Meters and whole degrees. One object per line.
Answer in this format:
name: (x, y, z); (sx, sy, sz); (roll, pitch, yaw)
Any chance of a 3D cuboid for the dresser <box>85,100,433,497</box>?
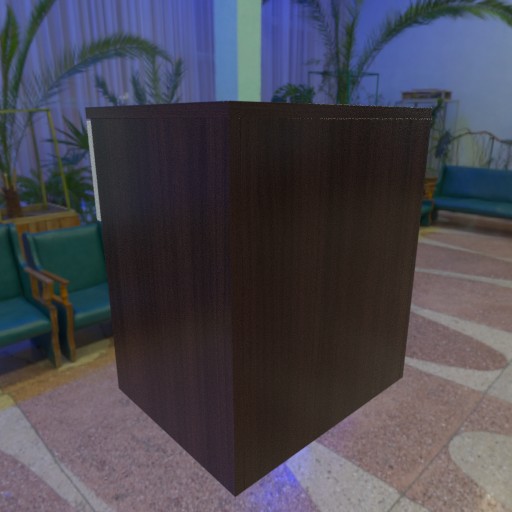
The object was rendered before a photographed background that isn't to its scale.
dresser: (0.000, 0.000, 0.741); (0.400, 0.470, 0.360); (-15, 23, -40)
